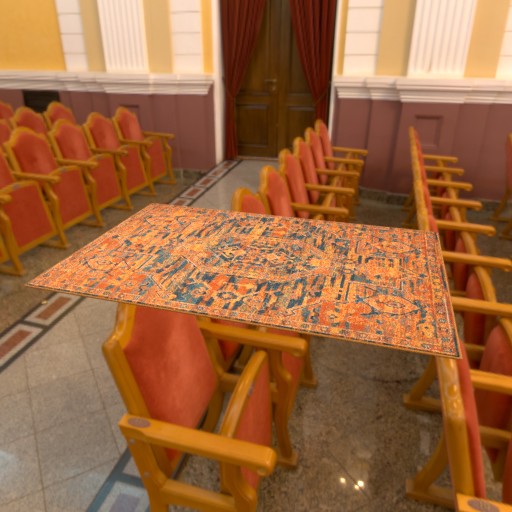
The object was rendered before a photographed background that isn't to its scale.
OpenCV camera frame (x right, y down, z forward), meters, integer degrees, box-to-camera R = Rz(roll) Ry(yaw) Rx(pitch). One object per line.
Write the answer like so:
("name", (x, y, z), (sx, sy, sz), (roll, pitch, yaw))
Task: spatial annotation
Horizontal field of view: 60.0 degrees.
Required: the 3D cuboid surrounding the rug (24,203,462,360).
("rug", (0.000, 0.000, 1.069), (0.863, 0.008, 0.557), (7, 27, 15))
